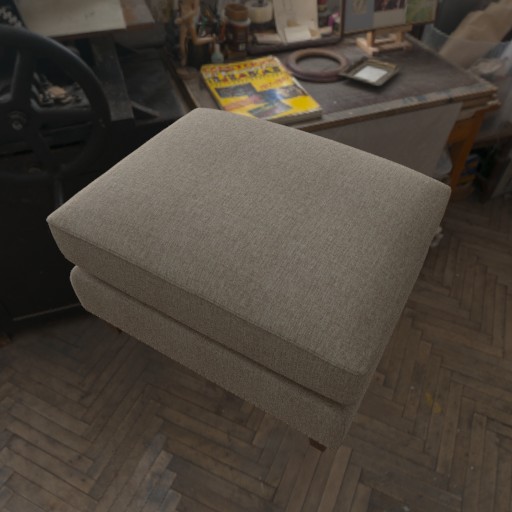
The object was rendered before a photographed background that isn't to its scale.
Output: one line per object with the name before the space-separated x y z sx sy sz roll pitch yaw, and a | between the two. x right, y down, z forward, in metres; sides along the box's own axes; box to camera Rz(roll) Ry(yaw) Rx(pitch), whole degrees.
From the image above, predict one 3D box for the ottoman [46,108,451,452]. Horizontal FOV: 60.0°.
ottoman | 0.000 0.000 1.118 0.741 0.513 0.584 23 51 20
